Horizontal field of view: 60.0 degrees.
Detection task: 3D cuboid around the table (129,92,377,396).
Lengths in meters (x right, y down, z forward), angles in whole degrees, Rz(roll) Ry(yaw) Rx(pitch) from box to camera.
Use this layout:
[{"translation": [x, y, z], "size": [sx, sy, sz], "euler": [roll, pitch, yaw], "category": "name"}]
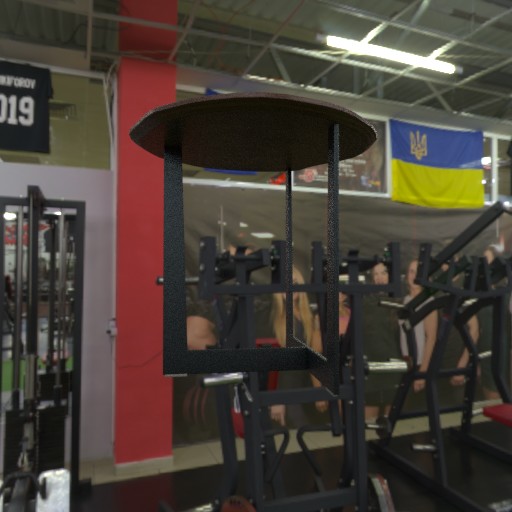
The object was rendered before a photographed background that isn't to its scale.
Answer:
[{"translation": [0.000, 0.000, 0.894], "size": [0.494, 0.476, 0.477], "euler": [0, -1, -19], "category": "table"}]
